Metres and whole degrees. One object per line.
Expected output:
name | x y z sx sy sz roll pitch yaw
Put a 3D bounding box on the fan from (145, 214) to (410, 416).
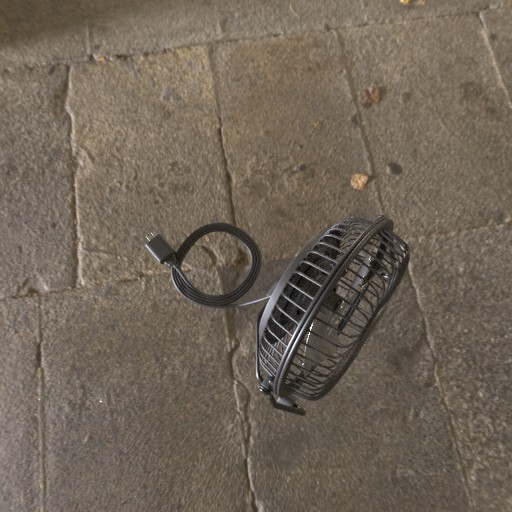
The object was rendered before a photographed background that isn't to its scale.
fan | 0.000 0.000 0.316 0.202 0.152 0.153 35 77 9
